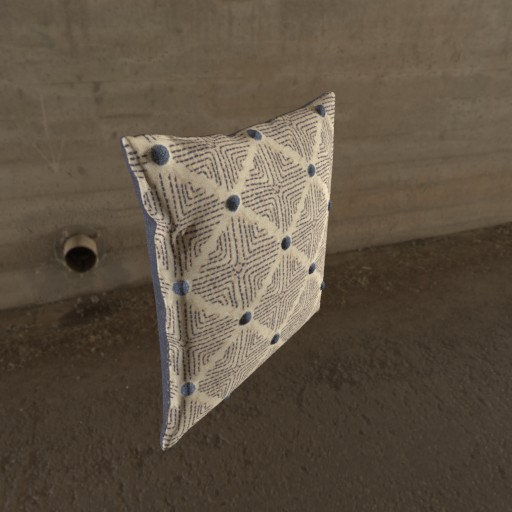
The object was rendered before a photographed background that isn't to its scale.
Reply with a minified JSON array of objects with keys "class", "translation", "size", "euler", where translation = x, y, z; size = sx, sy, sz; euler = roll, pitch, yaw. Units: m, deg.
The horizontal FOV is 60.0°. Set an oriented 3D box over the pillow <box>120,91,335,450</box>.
[{"class":"pillow","translation":[0.000,0.000,0.792],"size":[0.145,0.510,0.510],"euler":[19,33,32]}]
